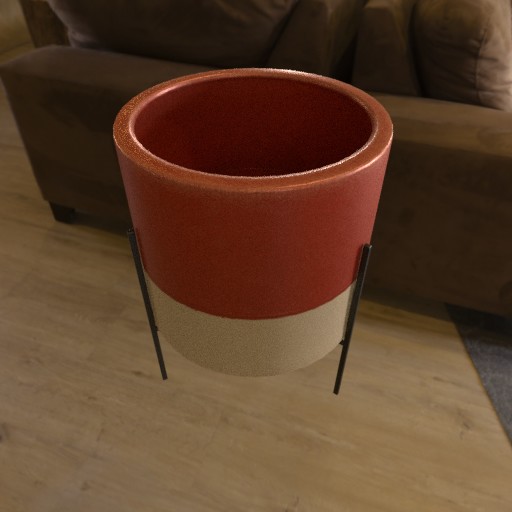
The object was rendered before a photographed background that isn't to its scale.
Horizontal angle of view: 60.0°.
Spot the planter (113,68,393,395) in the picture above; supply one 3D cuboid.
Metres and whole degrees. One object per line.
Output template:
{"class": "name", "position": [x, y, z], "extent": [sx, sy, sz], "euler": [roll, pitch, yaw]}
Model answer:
{"class": "planter", "position": [0.000, 0.000, 0.703], "extent": [0.354, 0.465, 0.345], "euler": [25, 47, 26]}
